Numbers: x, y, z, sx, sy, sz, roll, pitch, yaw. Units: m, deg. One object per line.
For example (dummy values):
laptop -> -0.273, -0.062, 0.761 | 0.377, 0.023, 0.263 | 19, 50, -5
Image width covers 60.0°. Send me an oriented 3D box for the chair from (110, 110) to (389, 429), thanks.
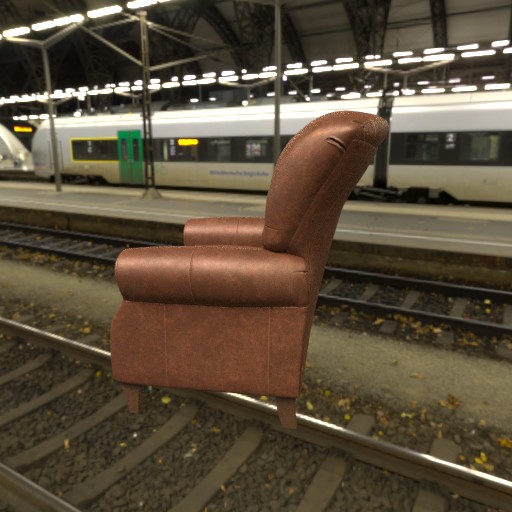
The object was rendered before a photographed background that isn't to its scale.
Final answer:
chair -> 0.000, 0.000, 1.928 | 1.031, 1.162, 0.979 | 2, 13, 9
